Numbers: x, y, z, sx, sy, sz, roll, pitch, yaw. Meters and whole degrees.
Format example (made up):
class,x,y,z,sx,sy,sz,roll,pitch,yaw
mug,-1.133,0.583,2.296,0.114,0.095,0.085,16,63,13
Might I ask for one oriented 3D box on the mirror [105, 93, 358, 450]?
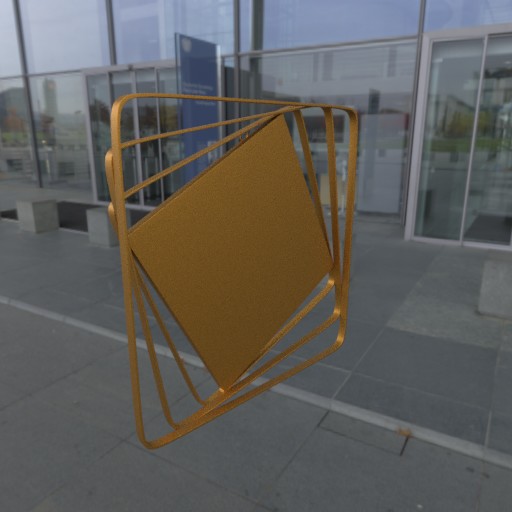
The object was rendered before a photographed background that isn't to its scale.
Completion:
class,x,y,z,sx,sy,sz,roll,pitch,yaw
mirror,0.000,0.000,0.702,0.470,0.468,0.045,-15,21,-42
